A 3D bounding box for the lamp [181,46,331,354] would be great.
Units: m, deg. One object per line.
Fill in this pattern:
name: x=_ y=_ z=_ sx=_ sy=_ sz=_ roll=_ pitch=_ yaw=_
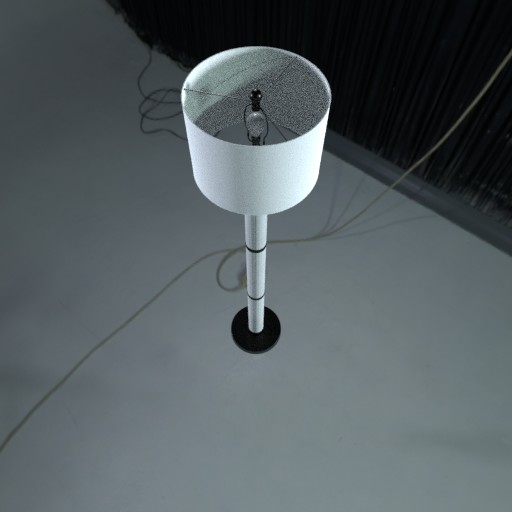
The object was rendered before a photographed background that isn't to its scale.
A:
lamp: x=0.000 y=0.000 z=1.788 sx=0.377 sy=1.599 sz=0.377 roll=32 pitch=64 yaw=18
